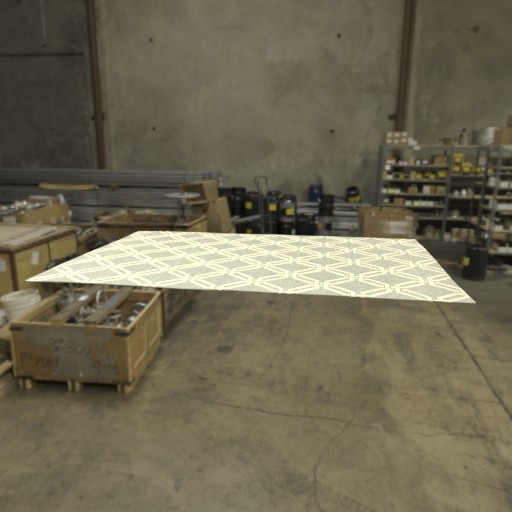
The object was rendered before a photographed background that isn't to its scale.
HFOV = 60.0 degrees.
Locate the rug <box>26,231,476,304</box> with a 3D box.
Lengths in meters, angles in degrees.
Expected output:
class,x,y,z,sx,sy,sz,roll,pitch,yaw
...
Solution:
class,x,y,z,sx,sy,sz,roll,pitch,yaw
rug,0.000,0.000,2.232,1.754,0.010,1.148,2,14,9
